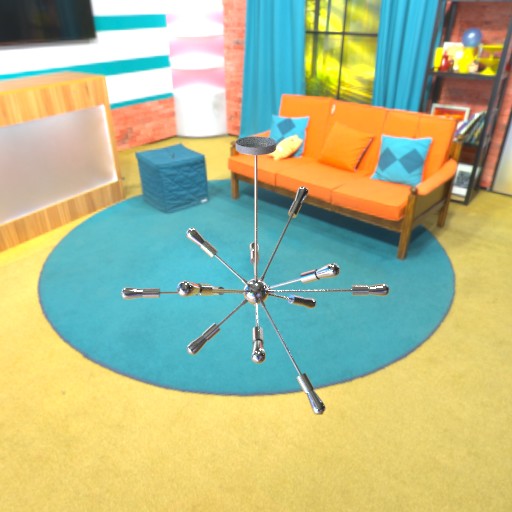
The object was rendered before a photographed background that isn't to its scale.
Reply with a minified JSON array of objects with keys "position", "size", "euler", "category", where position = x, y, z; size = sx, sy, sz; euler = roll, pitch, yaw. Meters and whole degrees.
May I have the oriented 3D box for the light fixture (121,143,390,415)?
[{"position":[0.000,0.000,1.078],"size":[0.684,0.558,0.509],"euler":[-1,30,-1],"category":"light fixture"}]
